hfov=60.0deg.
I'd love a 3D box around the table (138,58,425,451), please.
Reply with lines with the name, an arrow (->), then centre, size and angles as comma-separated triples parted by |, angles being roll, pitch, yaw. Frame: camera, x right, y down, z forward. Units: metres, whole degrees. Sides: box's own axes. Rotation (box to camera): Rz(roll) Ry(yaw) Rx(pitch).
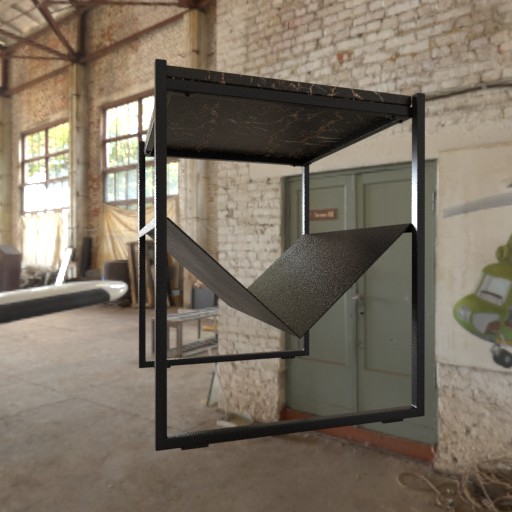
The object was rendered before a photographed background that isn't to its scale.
table -> 0.000, 0.000, 0.883 | 0.432, 0.534, 0.469 | 0, 0, -18
